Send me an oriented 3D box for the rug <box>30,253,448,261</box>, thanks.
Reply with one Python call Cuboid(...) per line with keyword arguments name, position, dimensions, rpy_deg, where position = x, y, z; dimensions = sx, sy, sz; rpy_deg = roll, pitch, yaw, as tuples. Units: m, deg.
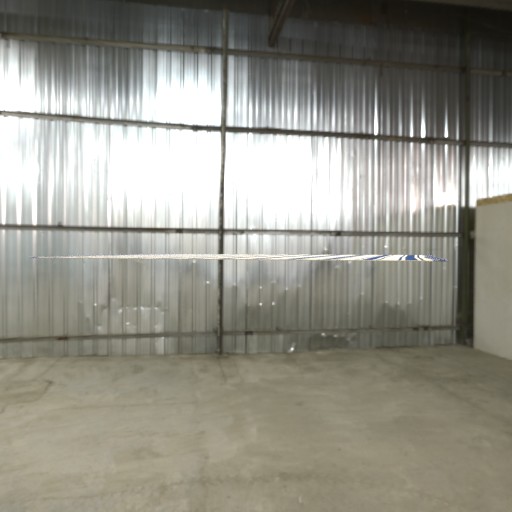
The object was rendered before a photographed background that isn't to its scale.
Cuboid(name="rug", position=(0.000, 0.000, 4.485), dimensions=(3.416, 0.016, 2.471), rpy_deg=(0, 1, 19))
